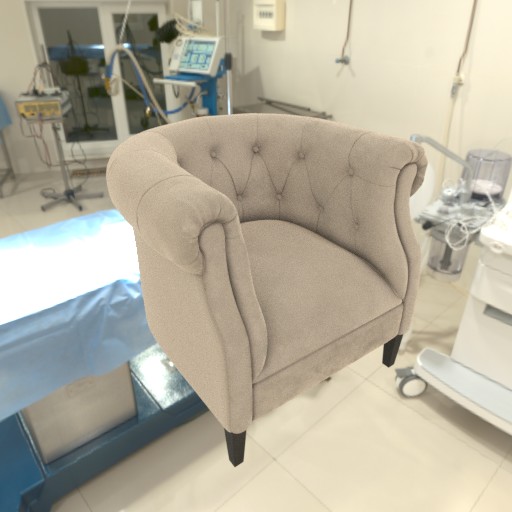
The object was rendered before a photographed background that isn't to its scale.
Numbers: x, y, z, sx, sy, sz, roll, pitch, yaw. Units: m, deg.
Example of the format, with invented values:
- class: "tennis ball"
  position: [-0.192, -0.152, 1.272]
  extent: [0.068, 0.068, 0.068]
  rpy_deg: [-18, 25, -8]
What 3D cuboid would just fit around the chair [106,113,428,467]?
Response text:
- class: "chair"
  position: [0.000, 0.000, 1.549]
  extent: [0.904, 0.826, 0.851]
  rpy_deg: [-20, 36, -31]
